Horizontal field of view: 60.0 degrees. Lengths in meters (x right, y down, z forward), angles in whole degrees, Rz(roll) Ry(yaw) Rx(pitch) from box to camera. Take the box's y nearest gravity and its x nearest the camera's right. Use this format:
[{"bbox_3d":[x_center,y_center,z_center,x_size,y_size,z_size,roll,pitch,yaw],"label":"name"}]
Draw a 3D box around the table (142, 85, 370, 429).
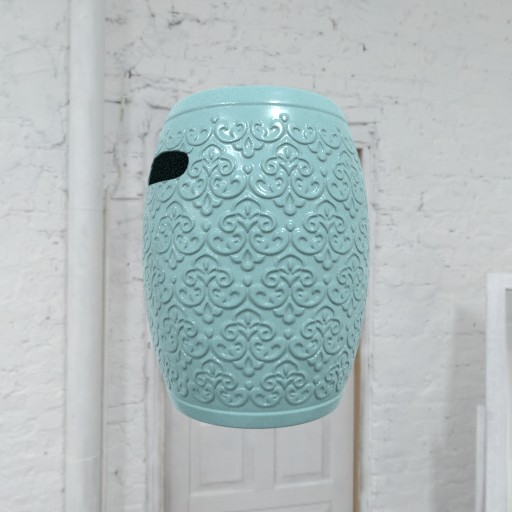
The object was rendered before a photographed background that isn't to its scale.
[{"bbox_3d":[0.000,0.000,0.621,0.309,0.397,0.309,0,2,0],"label":"table"}]
